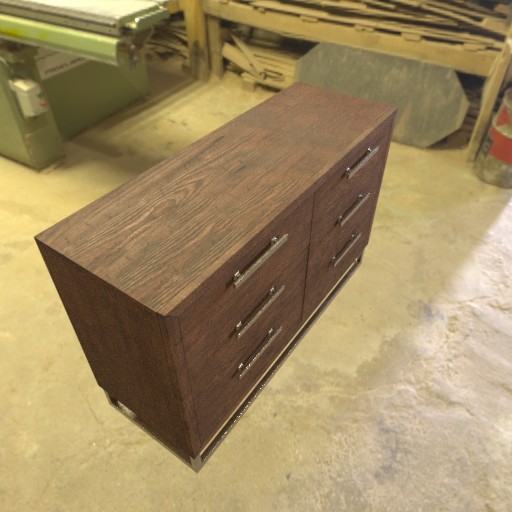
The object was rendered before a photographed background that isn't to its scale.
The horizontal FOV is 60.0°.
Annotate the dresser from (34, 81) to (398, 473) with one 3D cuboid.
[{"bbox_3d":[0.000,0.000,2.169,0.623,1.061,1.646,25,48,25],"label":"dresser"}]
